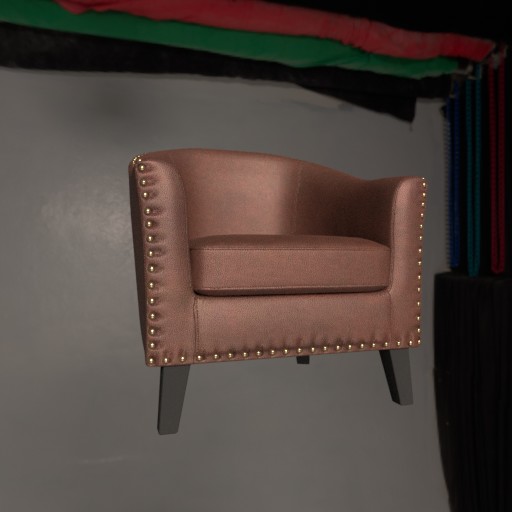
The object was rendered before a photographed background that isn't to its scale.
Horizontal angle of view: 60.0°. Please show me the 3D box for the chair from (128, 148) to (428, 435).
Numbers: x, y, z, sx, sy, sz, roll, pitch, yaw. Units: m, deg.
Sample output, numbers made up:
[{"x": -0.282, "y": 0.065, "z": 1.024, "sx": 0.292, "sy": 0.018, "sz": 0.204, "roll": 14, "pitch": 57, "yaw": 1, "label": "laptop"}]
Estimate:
[{"x": 0.000, "y": 0.000, "z": 1.430, "sx": 0.794, "sy": 0.823, "sz": 0.748, "roll": 0, "pitch": 0, "yaw": -18, "label": "chair"}]
